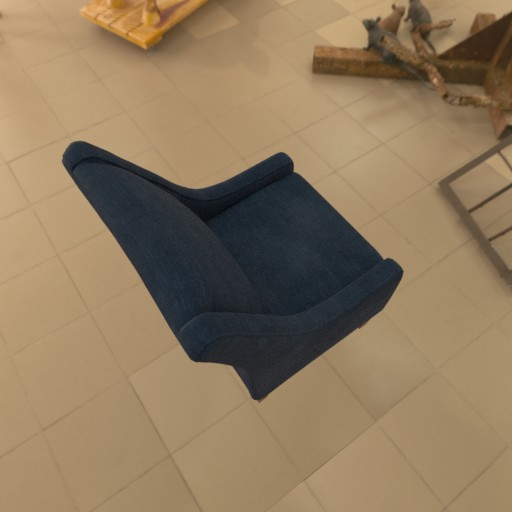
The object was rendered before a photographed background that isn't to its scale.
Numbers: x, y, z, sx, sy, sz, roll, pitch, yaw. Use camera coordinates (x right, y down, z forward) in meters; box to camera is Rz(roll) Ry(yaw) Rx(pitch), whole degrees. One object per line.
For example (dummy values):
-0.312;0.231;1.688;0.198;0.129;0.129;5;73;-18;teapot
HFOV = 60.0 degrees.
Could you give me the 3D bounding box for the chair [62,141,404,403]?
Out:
0.000;0.000;1.658;0.870;1.014;0.774;-32;64;-17;chair
